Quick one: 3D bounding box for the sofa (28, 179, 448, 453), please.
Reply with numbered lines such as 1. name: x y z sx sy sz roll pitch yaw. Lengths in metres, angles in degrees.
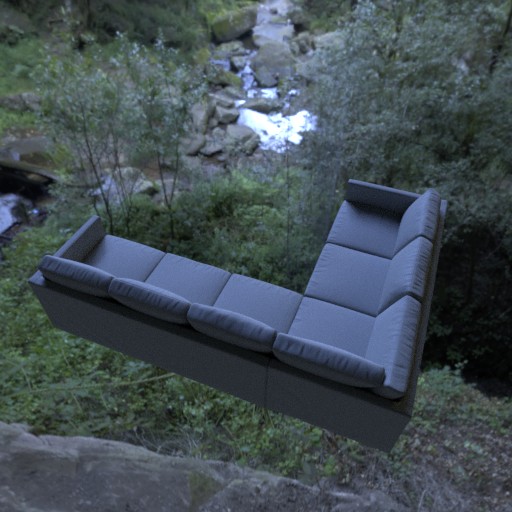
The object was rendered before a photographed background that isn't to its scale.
1. sofa: 0.000 0.000 4.256 3.182 0.871 2.432 16 49 15
